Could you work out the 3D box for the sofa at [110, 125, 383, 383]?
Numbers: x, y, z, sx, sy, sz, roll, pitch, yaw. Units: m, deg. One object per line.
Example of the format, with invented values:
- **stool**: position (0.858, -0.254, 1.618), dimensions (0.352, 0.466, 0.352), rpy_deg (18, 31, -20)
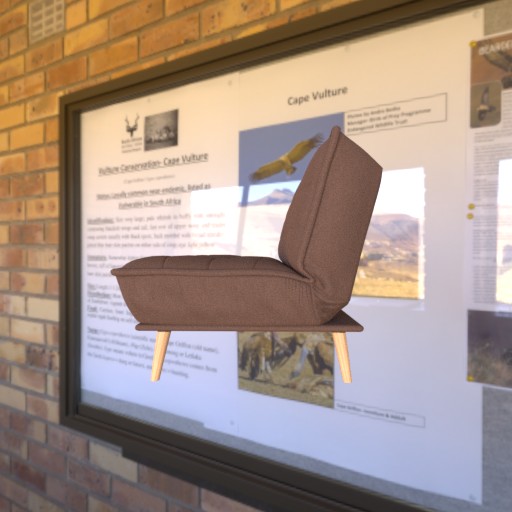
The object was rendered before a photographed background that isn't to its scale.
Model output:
- **sofa**: position (0.000, 0.000, 2.443), dimensions (0.950, 0.890, 1.940), rpy_deg (0, 0, 2)
